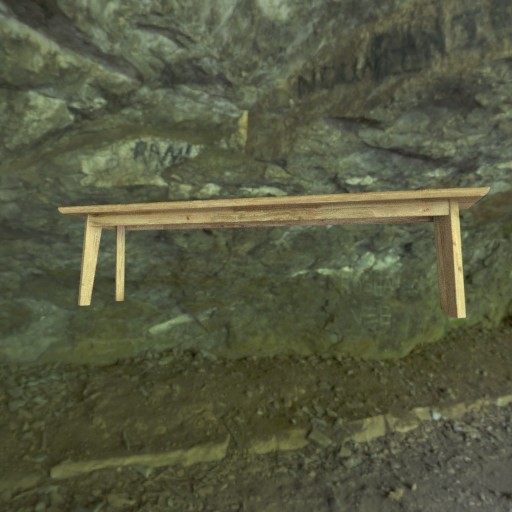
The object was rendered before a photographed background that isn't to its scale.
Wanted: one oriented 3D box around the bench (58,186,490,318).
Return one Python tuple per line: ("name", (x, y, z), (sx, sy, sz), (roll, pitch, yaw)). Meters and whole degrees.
("bench", (0.000, 0.000, 1.858), (1.698, 0.431, 0.378), (0, -1, 18))
